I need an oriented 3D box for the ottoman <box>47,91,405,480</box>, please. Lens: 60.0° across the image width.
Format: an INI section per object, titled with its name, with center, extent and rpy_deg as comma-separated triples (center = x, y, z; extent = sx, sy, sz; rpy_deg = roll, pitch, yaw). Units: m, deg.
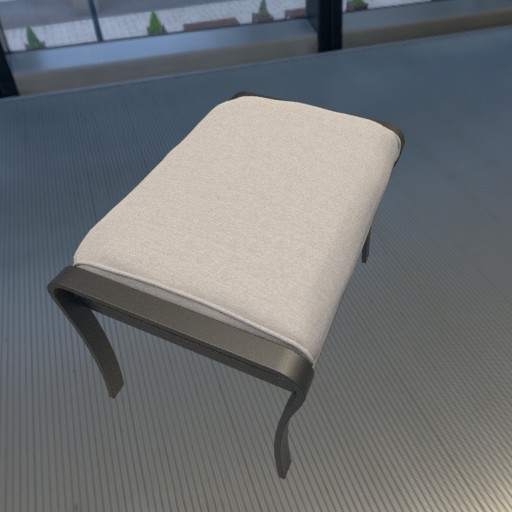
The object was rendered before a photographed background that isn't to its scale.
[ottoman]
center = 0.000, 0.000, 0.888
extent = 0.406, 0.422, 0.610
rpy_deg = 18, 50, 16
